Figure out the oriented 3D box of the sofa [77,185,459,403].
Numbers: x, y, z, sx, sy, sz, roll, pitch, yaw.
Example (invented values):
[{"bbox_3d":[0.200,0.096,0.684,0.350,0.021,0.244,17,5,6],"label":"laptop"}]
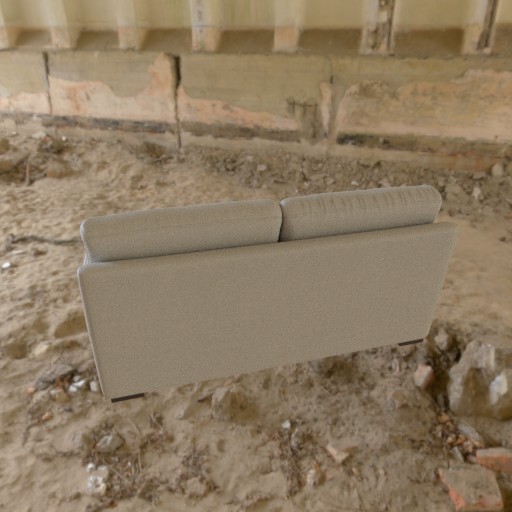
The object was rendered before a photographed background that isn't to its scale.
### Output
[{"bbox_3d":[0.000,0.000,2.596,1.880,0.940,1.143,-7,26,-15],"label":"sofa"}]
